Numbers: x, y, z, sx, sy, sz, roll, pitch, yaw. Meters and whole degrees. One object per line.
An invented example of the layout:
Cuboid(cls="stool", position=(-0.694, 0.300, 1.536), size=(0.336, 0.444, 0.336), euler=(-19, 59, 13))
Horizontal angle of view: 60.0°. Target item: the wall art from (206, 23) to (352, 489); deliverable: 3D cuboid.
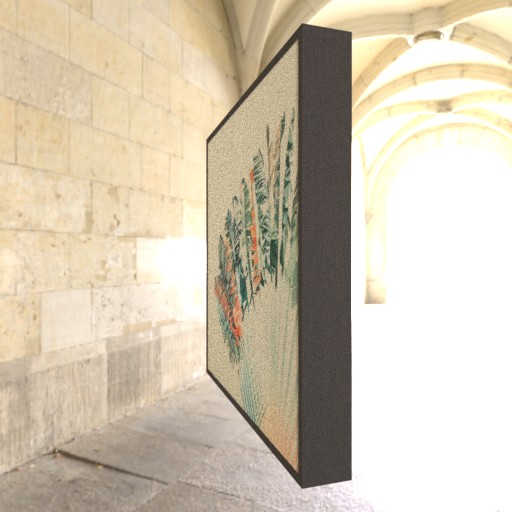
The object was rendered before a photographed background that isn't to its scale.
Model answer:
Cuboid(cls="wall art", position=(0.000, 0.000, 0.435), size=(0.036, 0.300, 0.302), euler=(0, 0, -18))
